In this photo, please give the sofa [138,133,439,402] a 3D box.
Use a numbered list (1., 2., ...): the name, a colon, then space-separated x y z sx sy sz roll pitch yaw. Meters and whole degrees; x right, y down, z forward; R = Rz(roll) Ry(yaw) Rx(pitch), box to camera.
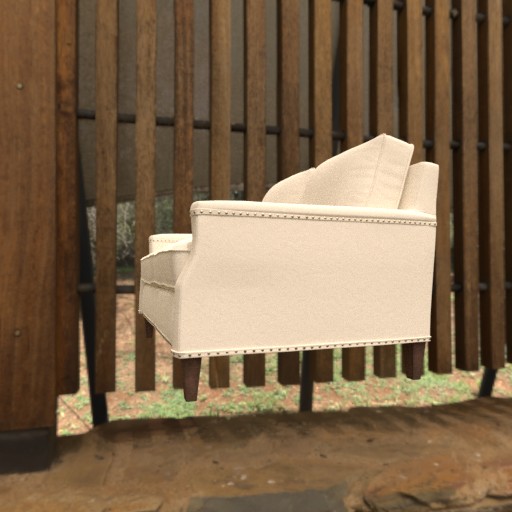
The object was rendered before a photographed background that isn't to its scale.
1. sofa: 0.000 0.000 2.316 1.084 1.003 1.597 1 -2 -19
